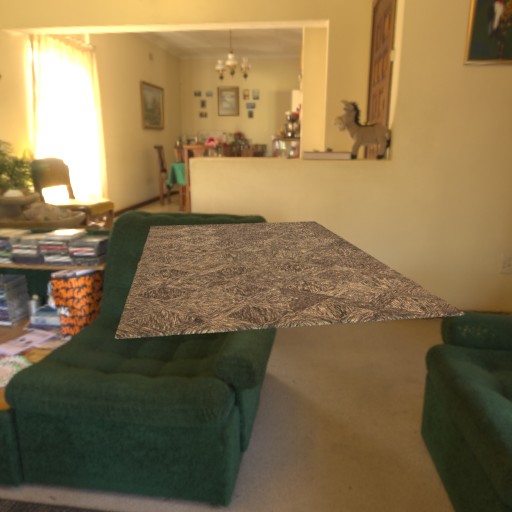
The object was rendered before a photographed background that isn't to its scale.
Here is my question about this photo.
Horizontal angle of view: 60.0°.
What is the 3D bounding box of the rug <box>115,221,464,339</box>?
[{"bbox_3d":[0.000,0.000,2.317,1.189,0.011,1.808,-2,15,-9],"label":"rug"}]
